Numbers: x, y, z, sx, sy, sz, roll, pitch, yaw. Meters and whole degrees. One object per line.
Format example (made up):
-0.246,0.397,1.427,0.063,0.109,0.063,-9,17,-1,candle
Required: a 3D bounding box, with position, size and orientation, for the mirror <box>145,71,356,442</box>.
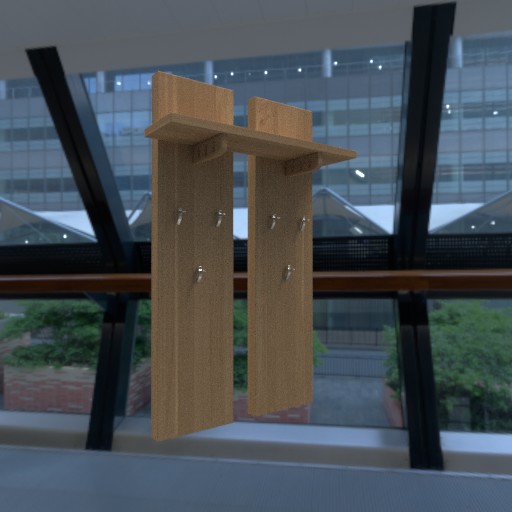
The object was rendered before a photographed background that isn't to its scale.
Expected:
0.000,0.000,1.636,0.800,1.250,0.260,0,-1,-36,mirror
